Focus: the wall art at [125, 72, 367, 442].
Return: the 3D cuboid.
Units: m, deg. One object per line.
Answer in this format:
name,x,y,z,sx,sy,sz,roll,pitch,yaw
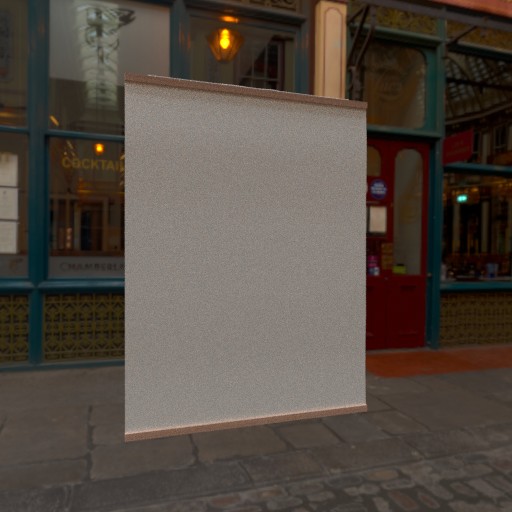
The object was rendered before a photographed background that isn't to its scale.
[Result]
wall art,0.000,0.000,1.335,0.758,1.013,0.020,0,0,-18
